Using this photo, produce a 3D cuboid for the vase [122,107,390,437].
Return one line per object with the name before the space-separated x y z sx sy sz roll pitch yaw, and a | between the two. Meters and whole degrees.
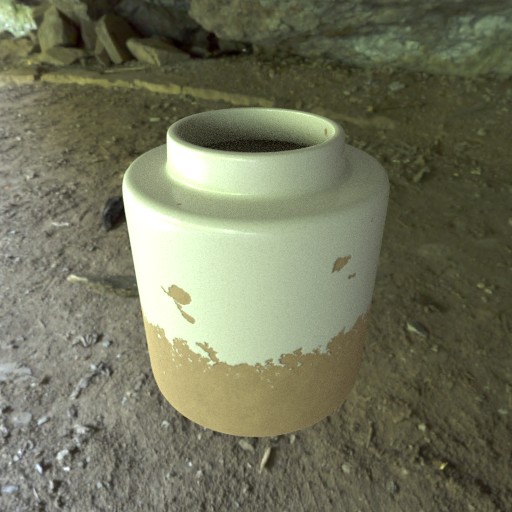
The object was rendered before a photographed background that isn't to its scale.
vase | 0.000 0.000 0.289 0.153 0.167 0.153 0 31 0
